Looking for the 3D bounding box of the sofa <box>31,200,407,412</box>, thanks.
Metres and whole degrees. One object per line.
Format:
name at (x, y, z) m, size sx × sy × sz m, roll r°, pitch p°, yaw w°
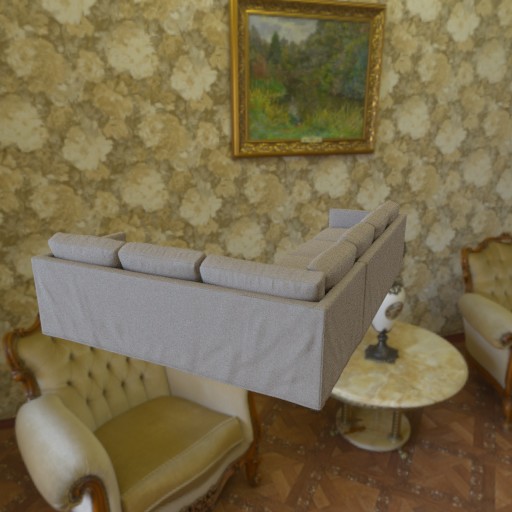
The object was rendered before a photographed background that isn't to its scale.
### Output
sofa at (0.000, 0.000, 4.421) m, size 2.432 × 0.871 × 3.182 m, roll 8°, pitch 18°, yaw 25°
